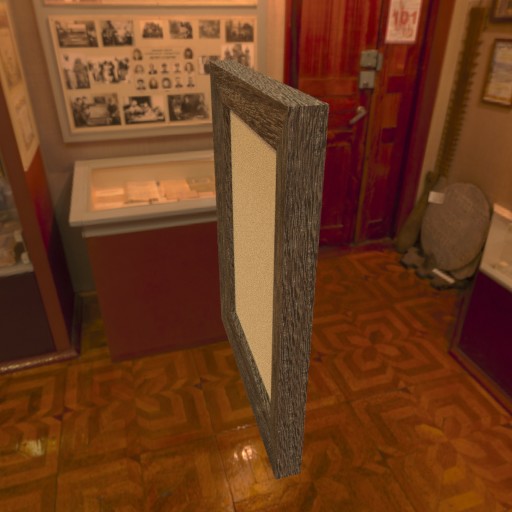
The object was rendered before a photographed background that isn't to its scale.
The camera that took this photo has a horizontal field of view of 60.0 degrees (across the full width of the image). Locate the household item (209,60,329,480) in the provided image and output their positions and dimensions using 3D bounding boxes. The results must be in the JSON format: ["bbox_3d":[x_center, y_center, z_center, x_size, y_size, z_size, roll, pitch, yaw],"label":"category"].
[{"bbox_3d":[0.000,0.000,0.277,0.020,0.210,0.160,-8,30,-13],"label":"household item"}]
